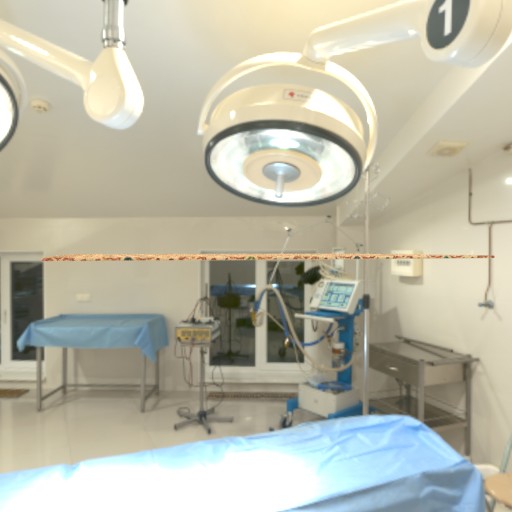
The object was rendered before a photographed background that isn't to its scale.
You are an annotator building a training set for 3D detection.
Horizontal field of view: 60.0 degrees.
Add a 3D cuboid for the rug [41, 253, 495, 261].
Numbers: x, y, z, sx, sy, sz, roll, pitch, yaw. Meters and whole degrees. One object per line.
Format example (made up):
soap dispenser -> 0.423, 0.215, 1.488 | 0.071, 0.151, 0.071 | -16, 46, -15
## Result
rug -> 0.000, 0.000, 2.259 | 1.838, 0.013, 1.226 | 0, 1, -19
